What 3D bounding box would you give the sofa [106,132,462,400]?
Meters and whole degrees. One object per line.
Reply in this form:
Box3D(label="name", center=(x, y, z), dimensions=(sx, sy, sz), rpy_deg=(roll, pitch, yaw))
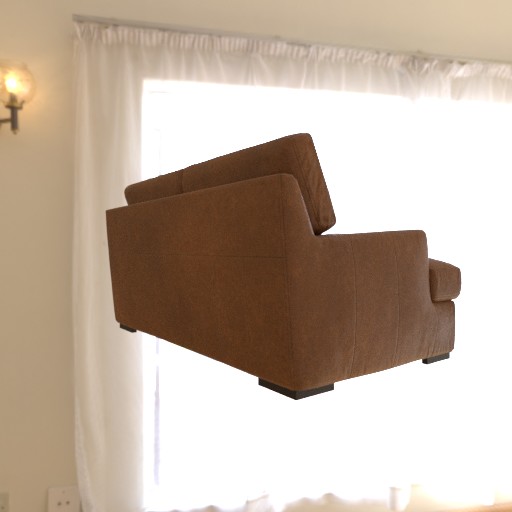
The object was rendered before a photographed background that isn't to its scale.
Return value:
Box3D(label="sofa", center=(0.000, 0.000, 2.509), dimensions=(1.144, 0.966, 1.880), rpy_deg=(-1, 1, -37))
